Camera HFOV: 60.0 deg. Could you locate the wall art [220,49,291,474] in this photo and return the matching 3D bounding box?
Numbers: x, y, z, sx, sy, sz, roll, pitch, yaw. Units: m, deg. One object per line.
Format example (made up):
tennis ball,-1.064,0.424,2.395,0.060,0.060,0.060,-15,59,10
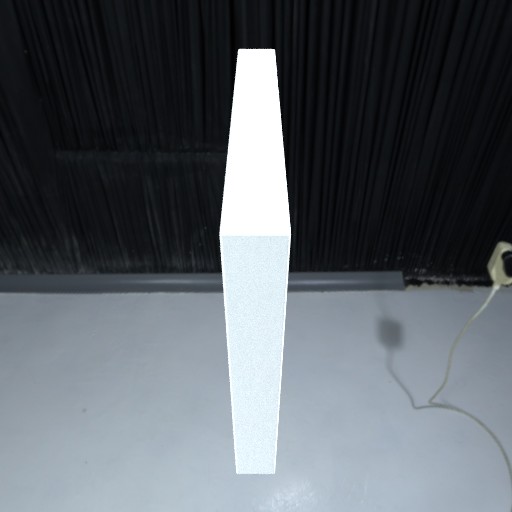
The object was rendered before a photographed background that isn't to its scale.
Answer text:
wall art,0.000,0.000,0.448,0.038,0.305,0.305,0,42,0
